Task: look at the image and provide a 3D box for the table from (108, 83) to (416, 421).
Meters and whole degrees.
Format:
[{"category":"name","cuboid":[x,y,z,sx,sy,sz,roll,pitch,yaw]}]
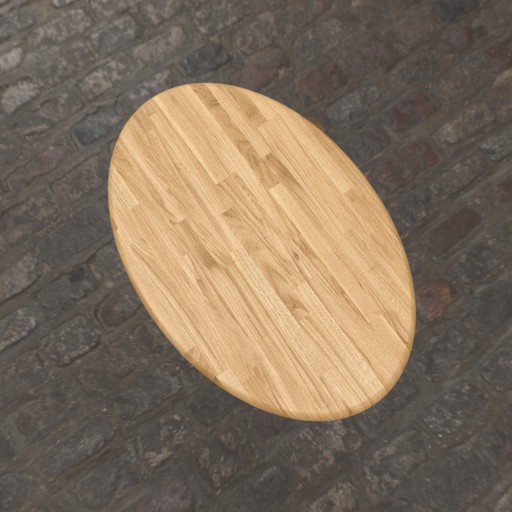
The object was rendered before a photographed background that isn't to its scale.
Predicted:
[{"category":"table","cuboid":[0.000,0.000,1.409,0.690,0.490,1.040,-34,78,-8]}]
